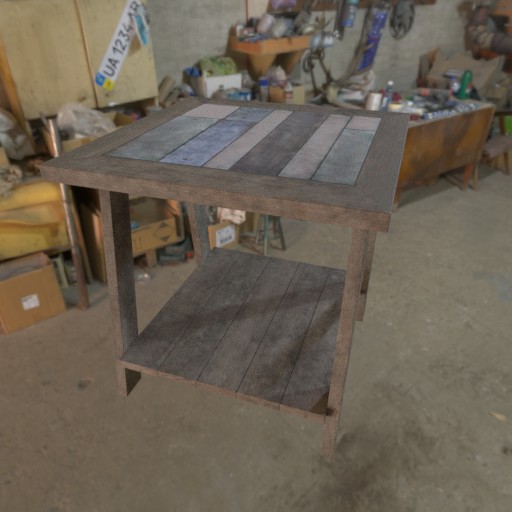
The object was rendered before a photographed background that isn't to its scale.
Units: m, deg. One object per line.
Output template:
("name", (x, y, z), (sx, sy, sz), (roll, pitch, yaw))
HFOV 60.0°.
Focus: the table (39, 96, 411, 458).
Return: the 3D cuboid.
("table", (0.000, 0.000, 1.109), (0.610, 0.610, 0.610), (10, 33, 16))
